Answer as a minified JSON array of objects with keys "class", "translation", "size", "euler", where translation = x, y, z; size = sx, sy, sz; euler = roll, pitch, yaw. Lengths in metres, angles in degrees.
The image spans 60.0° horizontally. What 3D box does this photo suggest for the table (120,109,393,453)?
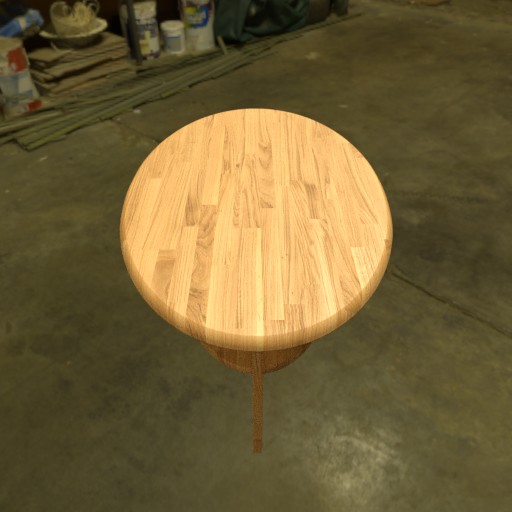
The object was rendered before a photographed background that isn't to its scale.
[{"class":"table","translation":[0.000,0.000,1.339],"size":[0.690,0.490,1.040],"euler":[0,42,0]}]
